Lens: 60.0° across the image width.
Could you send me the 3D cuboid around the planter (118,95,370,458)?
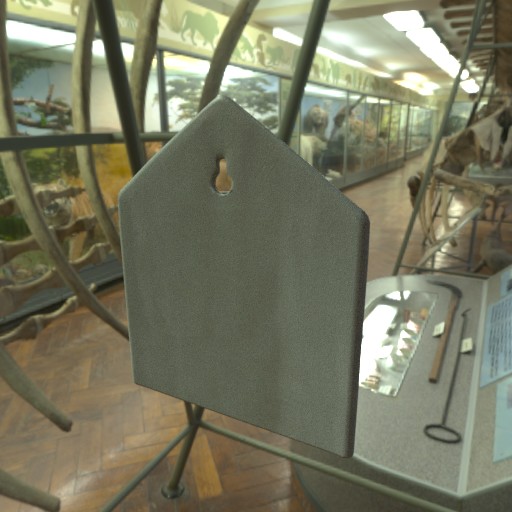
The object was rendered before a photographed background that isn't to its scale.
[{"bbox_3d":[0.000,0.000,0.288,0.163,0.194,0.080,9,19,27],"label":"planter"}]
